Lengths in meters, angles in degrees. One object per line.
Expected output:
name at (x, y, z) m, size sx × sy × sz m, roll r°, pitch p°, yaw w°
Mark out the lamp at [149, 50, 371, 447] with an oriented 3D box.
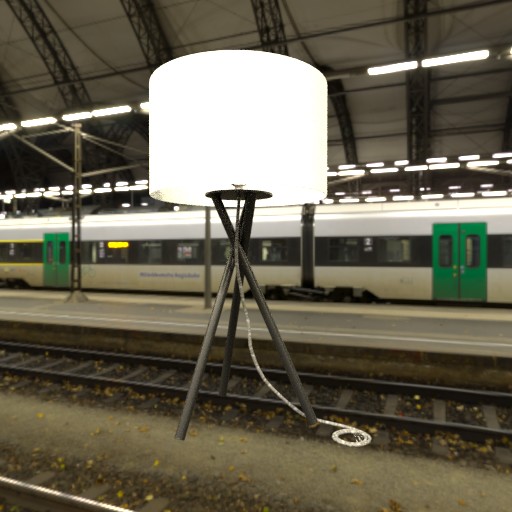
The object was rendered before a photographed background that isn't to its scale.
lamp at (0.000, 0.000, 0.901) m, size 0.422 × 0.674 × 0.353 m, roll 0°, pitch 0°, yaw 1°
